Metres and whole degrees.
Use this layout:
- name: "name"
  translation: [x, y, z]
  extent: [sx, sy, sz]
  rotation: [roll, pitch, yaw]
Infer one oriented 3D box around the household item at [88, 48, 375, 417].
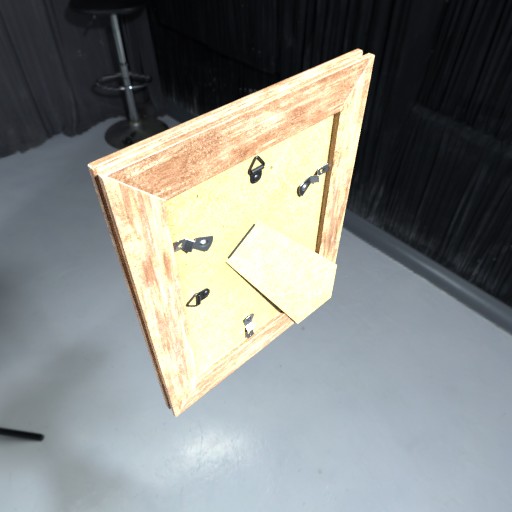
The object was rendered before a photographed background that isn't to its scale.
- name: "household item"
  translation: [0.000, 0.000, 0.318]
  extent: [0.186, 0.237, 0.018]
  rotation: [-33, 55, -28]
